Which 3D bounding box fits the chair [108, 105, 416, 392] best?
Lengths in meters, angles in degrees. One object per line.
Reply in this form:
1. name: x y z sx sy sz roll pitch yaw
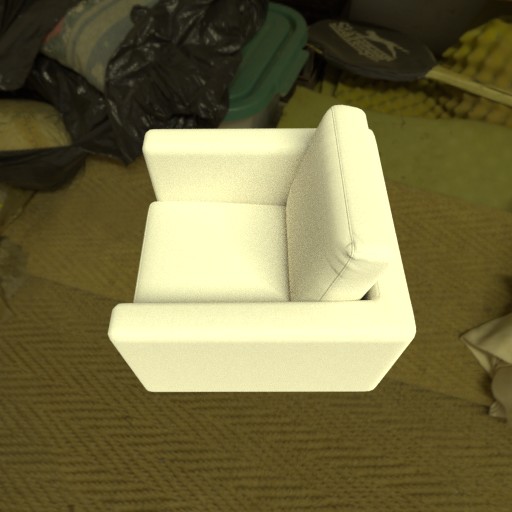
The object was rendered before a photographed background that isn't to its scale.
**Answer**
1. chair: 0.000 0.000 1.599 0.879 0.899 0.831 0 57 0
